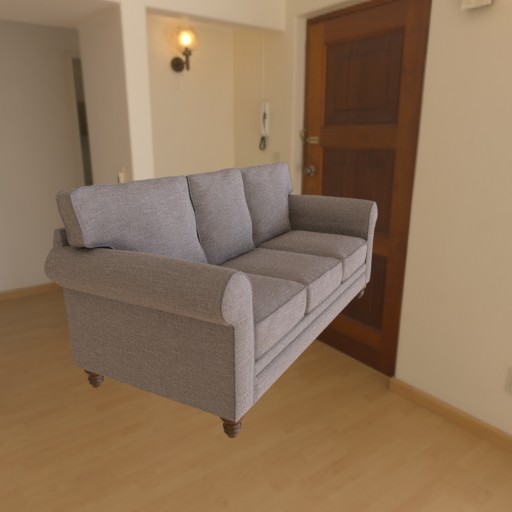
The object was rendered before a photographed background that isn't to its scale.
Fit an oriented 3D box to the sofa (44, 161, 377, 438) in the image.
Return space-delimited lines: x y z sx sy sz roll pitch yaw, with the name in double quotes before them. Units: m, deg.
"sofa" 0.000 0.000 2.553 0.916 0.961 2.084 8 17 27
